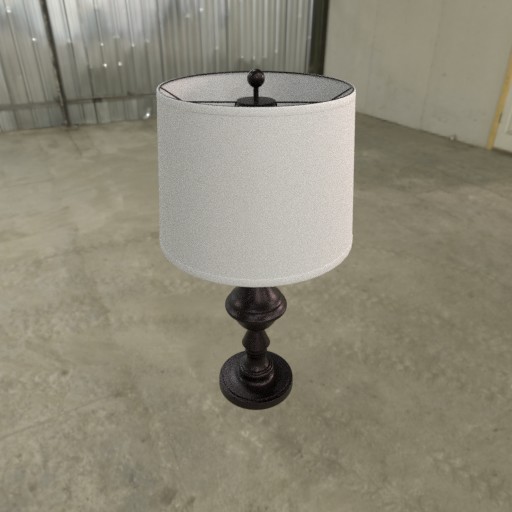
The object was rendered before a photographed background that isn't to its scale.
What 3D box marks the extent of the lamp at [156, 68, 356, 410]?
[{"bbox_3d":[0.000,0.000,0.924,0.383,0.726,0.383,0,31,0],"label":"lamp"}]
